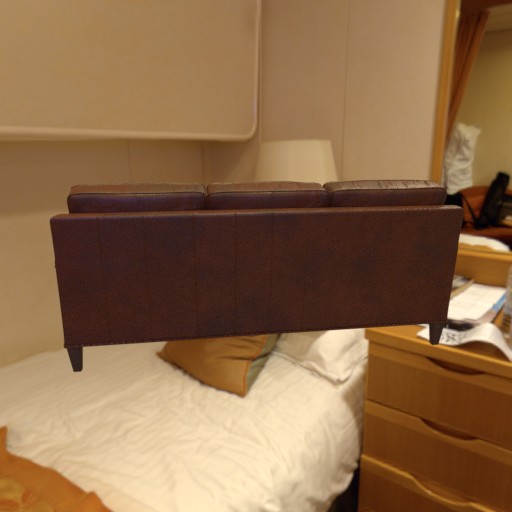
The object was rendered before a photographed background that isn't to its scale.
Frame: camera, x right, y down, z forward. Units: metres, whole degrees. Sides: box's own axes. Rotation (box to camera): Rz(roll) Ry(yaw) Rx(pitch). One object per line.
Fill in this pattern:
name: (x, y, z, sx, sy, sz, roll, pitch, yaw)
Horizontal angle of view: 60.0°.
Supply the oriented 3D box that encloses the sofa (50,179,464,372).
sofa: (0.000, 0.000, 2.855, 2.240, 1.003, 1.084, -2, 14, -9)
